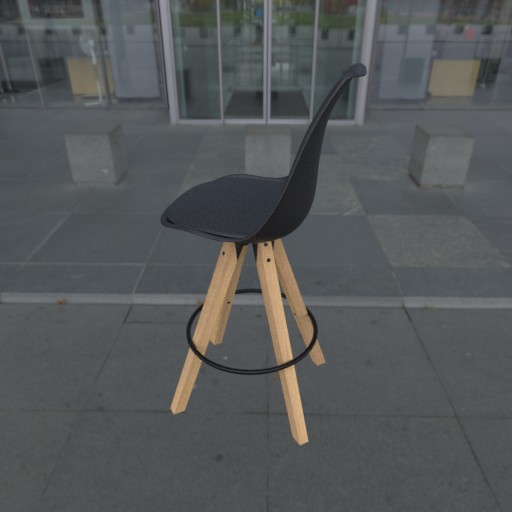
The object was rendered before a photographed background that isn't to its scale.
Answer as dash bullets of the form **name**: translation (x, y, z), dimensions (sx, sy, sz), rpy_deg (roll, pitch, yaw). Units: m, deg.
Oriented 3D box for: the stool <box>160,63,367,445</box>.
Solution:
- **stool**: translation (0.000, 0.000, 1.393), dimensions (0.550, 1.115, 0.485), rpy_deg (8, 30, 14)
